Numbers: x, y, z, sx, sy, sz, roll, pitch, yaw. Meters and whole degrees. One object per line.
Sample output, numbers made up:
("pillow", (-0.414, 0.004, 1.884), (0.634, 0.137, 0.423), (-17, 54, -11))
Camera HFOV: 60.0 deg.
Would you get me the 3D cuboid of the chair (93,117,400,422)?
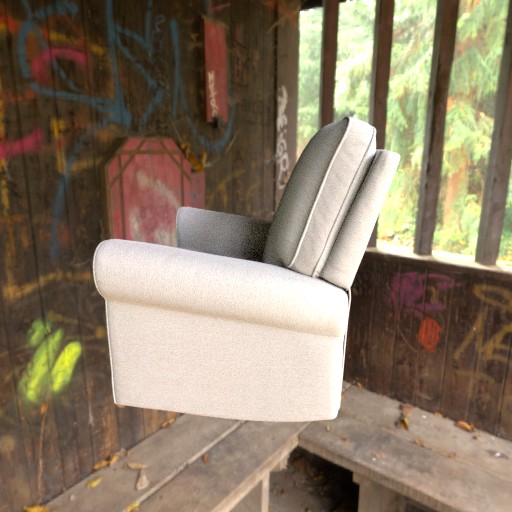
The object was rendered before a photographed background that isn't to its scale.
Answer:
("chair", (0.000, 0.000, 1.651), (0.878, 0.960, 0.890), (2, 15, 9))
